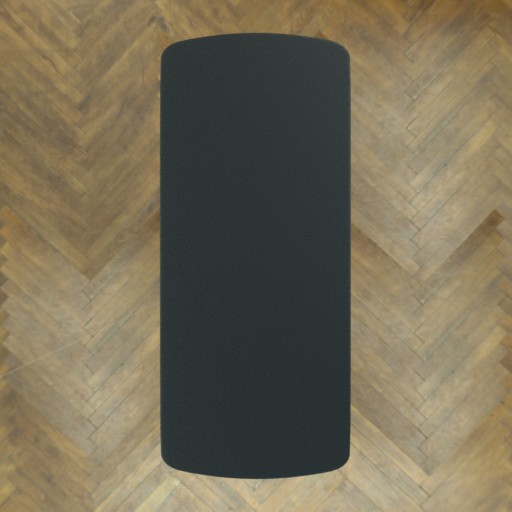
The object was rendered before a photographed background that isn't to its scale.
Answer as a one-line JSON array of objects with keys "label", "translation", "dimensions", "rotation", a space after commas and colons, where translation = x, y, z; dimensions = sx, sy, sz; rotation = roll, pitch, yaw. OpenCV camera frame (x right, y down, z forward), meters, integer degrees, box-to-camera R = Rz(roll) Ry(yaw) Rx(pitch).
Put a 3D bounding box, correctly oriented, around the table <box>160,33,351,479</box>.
[{"label": "table", "translation": [0.000, 0.000, 1.549], "dimensions": [0.571, 0.457, 1.333], "rotation": [0, 90, 1]}]
